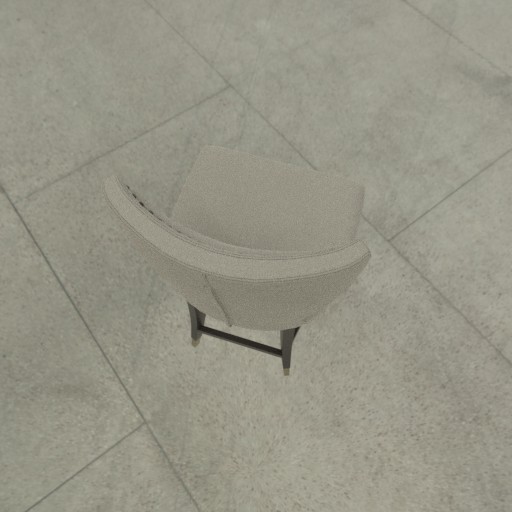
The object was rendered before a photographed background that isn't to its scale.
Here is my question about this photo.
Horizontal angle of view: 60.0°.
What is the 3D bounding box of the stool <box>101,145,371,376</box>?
[{"bbox_3d":[0.000,0.000,1.306,0.527,0.982,0.563,16,65,8],"label":"stool"}]
